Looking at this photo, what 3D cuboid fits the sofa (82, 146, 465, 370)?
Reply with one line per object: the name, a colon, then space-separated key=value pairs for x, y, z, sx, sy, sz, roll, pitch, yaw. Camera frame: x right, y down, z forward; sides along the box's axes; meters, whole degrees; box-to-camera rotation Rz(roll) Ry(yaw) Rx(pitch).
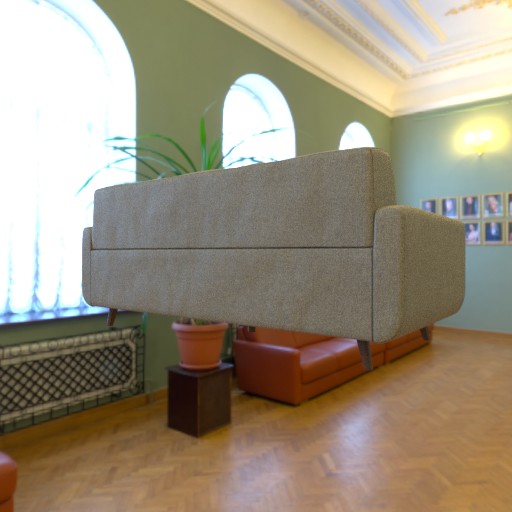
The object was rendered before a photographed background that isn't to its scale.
sofa: x=0.000 y=0.000 z=2.553 sx=2.055 sy=0.873 sz=0.968 roll=0 pitch=0 yaw=38
